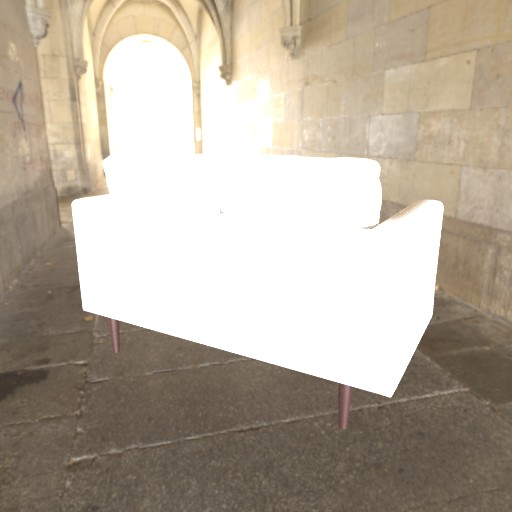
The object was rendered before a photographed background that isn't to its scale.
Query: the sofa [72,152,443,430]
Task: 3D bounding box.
[{"bbox_3d":[0.000,0.000,1.979,1.430,0.908,0.796,9,18,29],"label":"sofa"}]
